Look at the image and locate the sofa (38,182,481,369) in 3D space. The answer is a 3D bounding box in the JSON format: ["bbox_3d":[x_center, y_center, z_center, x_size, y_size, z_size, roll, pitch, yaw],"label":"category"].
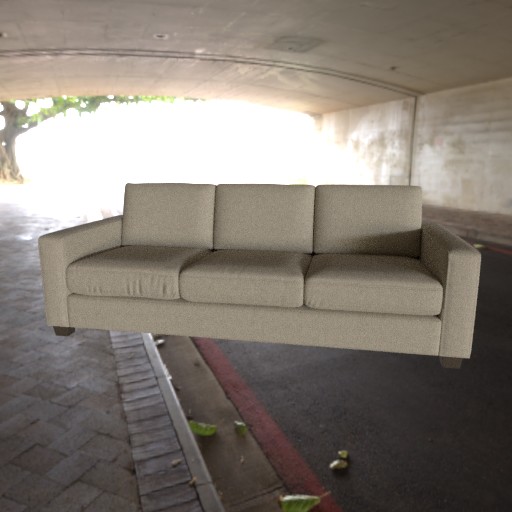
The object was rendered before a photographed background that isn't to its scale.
[{"bbox_3d":[0.000,0.000,2.552,2.160,0.800,0.900,2,13,11],"label":"sofa"}]
